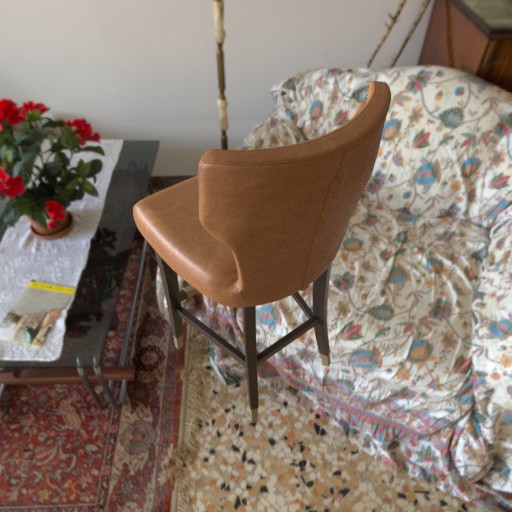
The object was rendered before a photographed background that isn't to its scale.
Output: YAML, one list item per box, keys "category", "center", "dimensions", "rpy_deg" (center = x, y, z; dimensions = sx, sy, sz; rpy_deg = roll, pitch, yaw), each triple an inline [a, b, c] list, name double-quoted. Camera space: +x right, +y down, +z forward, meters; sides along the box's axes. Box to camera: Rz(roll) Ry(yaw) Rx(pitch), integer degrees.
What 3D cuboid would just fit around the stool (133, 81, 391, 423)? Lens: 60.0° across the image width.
- category: "stool"
  center: [0.000, 0.000, 1.378]
  dimensions: [0.526, 1.092, 0.563]
  rpy_deg: [-29, 53, -25]
